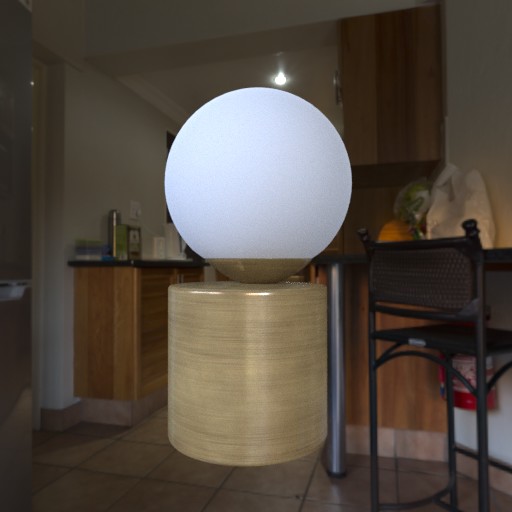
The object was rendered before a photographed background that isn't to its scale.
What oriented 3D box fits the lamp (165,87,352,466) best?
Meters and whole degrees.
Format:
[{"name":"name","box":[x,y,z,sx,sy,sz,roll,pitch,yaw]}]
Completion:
[{"name":"lamp","box":[0.000,0.000,0.337,0.141,0.250,0.152,0,-1,18]}]
